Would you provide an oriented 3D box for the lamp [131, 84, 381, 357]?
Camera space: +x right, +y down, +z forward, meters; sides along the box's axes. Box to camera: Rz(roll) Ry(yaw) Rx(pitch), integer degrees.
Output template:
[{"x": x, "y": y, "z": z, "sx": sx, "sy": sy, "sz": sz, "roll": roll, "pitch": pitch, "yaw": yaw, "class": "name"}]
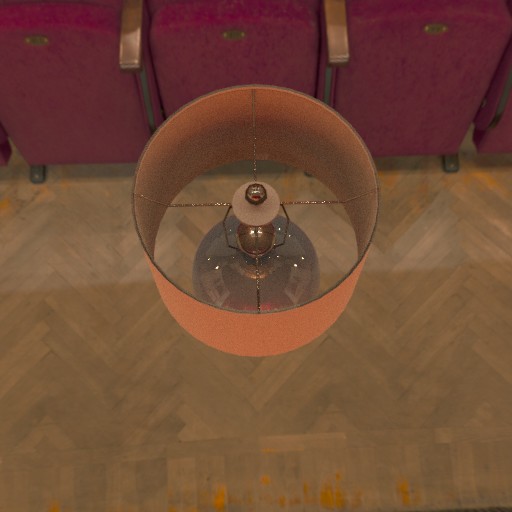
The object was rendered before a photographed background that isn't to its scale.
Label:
[{"x": 0.000, "y": 0.000, "z": 0.550, "sx": 0.247, "sy": 0.387, "sz": 0.247, "roll": 0, "pitch": 74, "yaw": 0, "class": "lamp"}]
